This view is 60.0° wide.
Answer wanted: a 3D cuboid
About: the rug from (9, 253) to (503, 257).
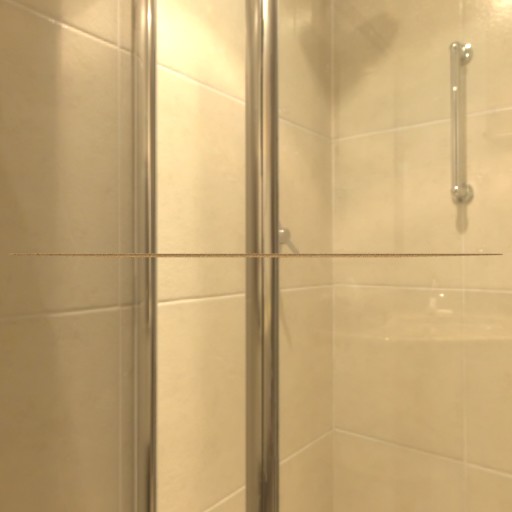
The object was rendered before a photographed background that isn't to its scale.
[{"bbox_3d":[0.000,0.000,2.266,1.850,0.006,1.234,0,-1,0],"label":"rug"}]
